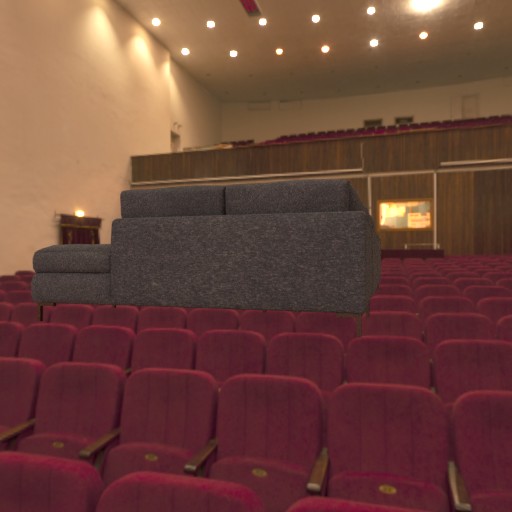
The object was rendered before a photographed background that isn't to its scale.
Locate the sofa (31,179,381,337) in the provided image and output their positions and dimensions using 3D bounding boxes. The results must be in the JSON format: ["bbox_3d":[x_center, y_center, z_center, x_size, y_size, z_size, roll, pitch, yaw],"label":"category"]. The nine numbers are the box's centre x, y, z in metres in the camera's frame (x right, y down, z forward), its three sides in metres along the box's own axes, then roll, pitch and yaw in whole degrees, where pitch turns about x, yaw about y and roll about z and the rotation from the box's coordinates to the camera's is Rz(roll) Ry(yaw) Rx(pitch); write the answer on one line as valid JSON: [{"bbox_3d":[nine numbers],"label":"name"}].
[{"bbox_3d":[0.000,0.000,3.814,2.007,0.815,2.949,0,0,17],"label":"sofa"}]
